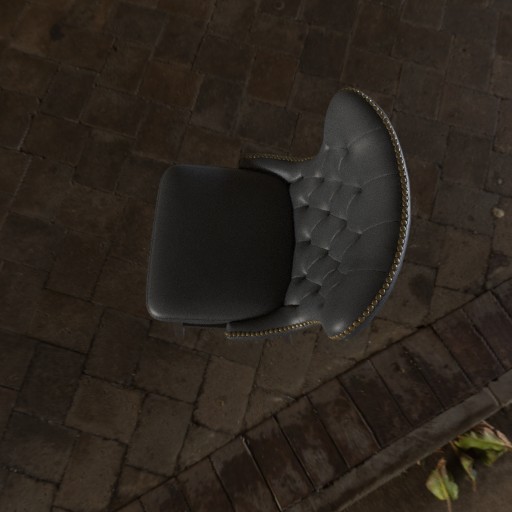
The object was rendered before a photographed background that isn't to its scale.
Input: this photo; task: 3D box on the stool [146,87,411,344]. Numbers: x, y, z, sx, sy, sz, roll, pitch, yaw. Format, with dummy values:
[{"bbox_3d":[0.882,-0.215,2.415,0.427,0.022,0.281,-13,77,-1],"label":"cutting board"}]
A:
[{"bbox_3d":[0.000,0.000,1.299,0.593,0.971,0.528,3,75,1],"label":"stool"}]
